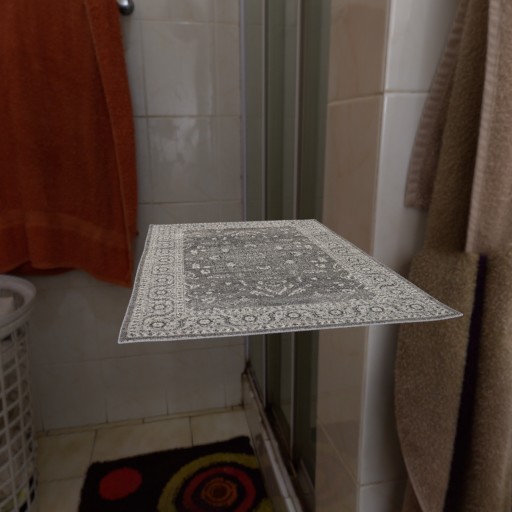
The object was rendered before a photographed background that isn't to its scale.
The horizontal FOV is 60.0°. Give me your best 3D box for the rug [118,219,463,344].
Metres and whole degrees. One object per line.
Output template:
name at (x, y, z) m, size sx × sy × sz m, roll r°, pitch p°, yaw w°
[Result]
rug at (0.000, 0.000, 2.363) m, size 1.209 × 0.019 × 1.828 m, roll -3°, pitch 16°, yaw -9°
